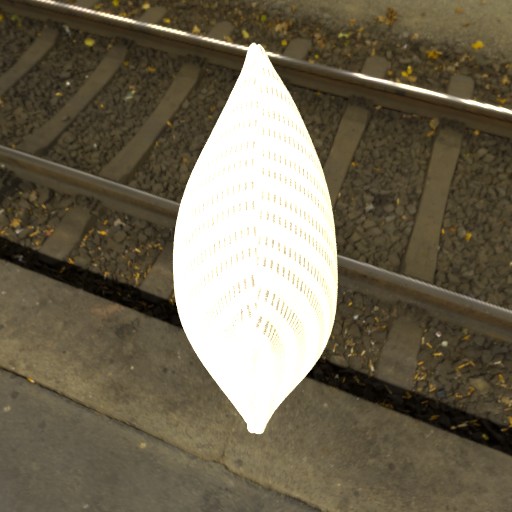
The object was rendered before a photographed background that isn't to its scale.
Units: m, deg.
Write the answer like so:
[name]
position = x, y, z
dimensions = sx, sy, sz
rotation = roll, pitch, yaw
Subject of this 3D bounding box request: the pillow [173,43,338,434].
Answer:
[pillow]
position = 0.000, 0.000, 0.669
dimensions = 0.247, 0.419, 0.438
rotation = 0, 58, 0
